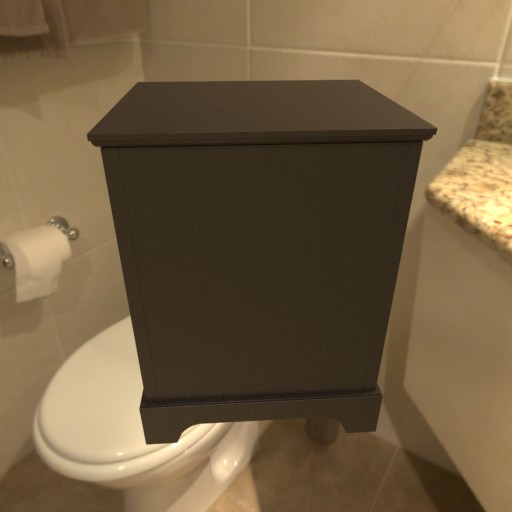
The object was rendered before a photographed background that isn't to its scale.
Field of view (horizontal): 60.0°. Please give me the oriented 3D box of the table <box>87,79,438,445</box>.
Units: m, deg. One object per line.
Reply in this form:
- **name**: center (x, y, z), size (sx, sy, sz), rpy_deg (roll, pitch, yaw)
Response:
- **table**: center (0.000, 0.000, 0.902), size (0.460, 0.610, 0.399), rpy_deg (-2, 30, -3)
